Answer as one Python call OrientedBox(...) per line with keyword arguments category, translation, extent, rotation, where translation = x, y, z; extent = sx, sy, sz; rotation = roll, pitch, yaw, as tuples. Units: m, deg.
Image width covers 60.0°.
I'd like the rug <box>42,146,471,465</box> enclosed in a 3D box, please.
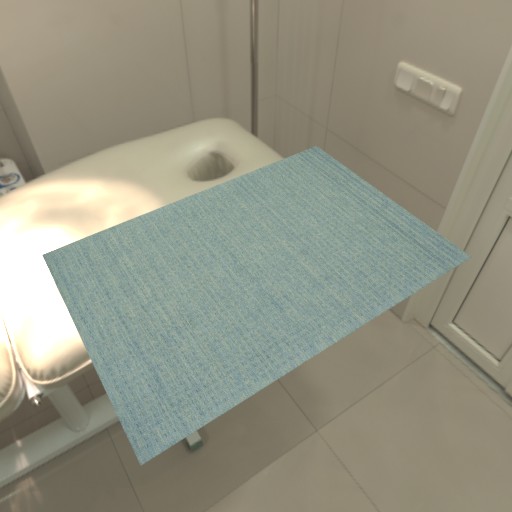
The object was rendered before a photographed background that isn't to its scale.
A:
OrientedBox(category="rug", translation=(0.000, 0.000, 3.618), extent=(2.895, 0.006, 1.982), rotation=(-26, 52, -23))
